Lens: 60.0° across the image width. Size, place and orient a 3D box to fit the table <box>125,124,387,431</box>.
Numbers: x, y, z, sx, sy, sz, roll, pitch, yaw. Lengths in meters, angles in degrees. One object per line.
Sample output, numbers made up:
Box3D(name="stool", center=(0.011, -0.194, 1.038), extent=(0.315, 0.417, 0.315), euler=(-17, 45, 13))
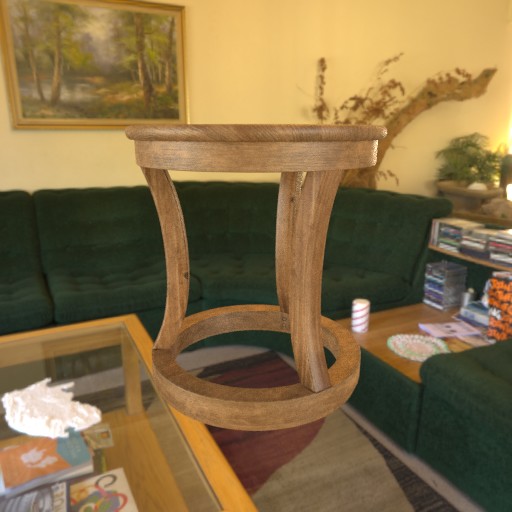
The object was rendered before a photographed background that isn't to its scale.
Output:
Box3D(name="table", center=(0.000, 0.000, 0.819), extent=(0.432, 0.460, 0.432), euler=(0, 16, 0))
